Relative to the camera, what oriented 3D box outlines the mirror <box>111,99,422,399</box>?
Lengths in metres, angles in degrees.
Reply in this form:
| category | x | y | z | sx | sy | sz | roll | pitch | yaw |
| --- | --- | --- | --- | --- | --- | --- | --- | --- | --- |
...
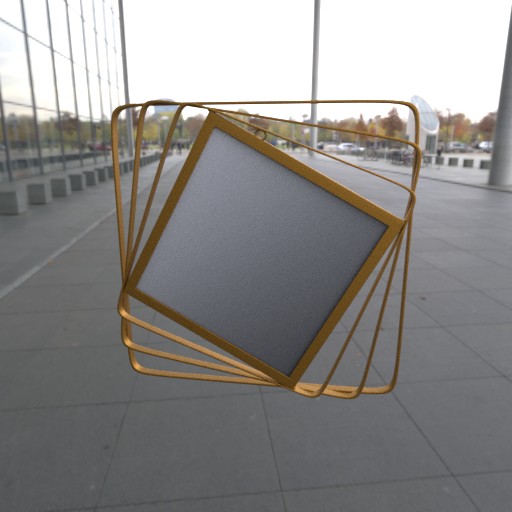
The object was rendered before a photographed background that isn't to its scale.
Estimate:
| category | x | y | z | sx | sy | sz | roll | pitch | yaw |
| --- | --- | --- | --- | --- | --- | --- | --- | --- | --- |
| mirror | 0.000 | 0.000 | 0.698 | 0.470 | 0.468 | 0.045 | 2 | 15 | 9 |
